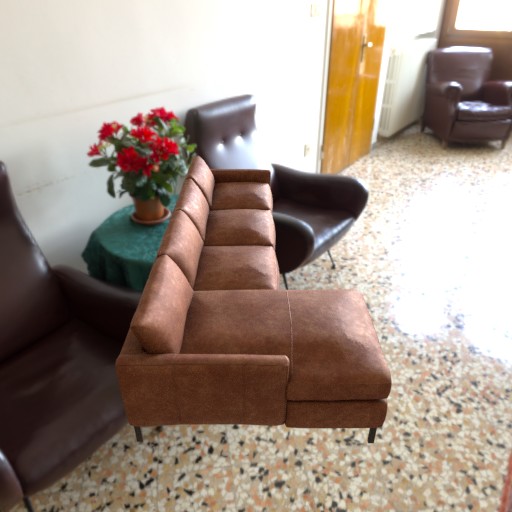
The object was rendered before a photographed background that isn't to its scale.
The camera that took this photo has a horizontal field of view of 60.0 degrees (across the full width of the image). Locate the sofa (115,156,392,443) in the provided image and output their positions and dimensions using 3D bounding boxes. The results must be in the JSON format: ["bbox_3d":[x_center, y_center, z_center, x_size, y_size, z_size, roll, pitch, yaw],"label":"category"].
[{"bbox_3d":[0.000,0.000,3.659,1.471,0.859,2.993,0,31,0],"label":"sofa"}]
